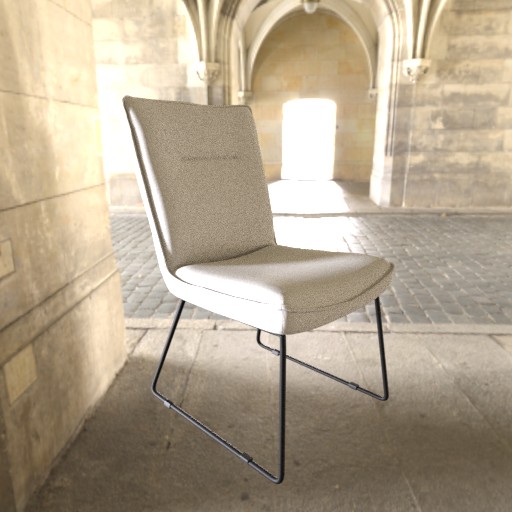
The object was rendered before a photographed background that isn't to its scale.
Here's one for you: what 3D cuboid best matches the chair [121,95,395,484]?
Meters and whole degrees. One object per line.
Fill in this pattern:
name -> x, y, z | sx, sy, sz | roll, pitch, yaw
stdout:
chair -> 0.000, 0.000, 1.344 | 0.515, 0.930, 0.688 | -14, 20, -43
